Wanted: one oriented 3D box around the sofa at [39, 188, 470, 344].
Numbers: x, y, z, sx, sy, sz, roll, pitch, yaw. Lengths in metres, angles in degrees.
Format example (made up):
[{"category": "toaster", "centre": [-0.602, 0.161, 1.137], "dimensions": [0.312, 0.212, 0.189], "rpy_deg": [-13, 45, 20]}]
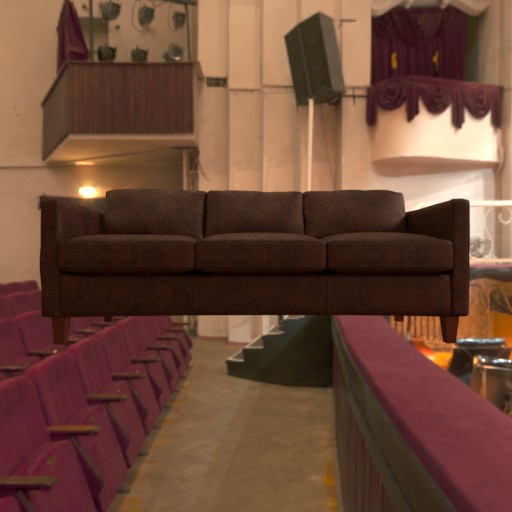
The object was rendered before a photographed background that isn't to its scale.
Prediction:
[{"category": "sofa", "centre": [0.000, 0.000, 2.947], "dimensions": [2.464, 1.006, 1.045], "rpy_deg": [0, 0, -1]}]
